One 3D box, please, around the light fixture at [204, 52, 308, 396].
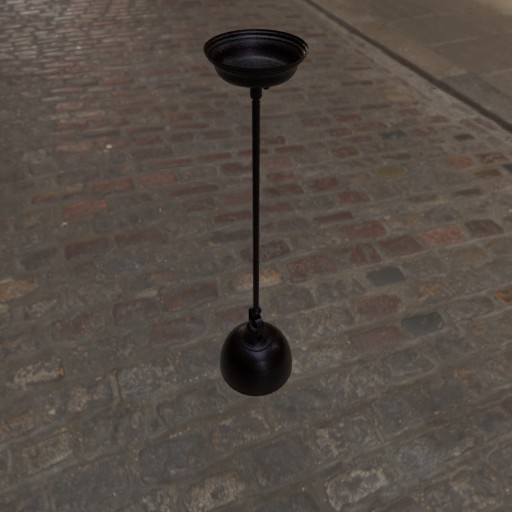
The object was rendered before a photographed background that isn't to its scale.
[{"bbox_3d":[0.000,0.000,0.847,0.182,0.768,0.182,-16,47,-15],"label":"light fixture"}]
